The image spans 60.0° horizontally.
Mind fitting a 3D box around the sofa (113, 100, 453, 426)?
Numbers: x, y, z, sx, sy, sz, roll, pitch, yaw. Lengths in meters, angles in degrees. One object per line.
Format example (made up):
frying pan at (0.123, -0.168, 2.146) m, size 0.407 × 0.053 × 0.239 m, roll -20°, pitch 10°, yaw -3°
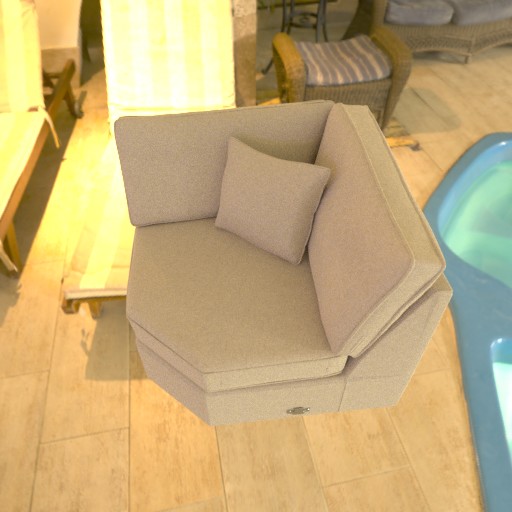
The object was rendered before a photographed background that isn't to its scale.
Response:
sofa at (0.000, 0.000, 1.797) m, size 1.050 × 0.937 × 1.042 m, roll -4°, pitch 46°, yaw -4°
